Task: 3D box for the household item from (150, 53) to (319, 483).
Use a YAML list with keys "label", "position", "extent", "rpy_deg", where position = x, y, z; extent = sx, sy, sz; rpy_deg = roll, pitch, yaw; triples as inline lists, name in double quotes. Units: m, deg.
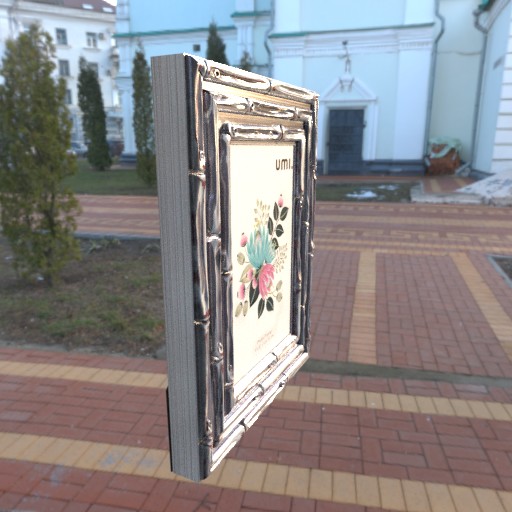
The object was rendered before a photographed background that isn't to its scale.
- label: "household item"
  position: [0.000, 0.000, 0.288]
  extent: [0.025, 0.216, 0.165]
  rpy_deg: [7, 16, 26]
